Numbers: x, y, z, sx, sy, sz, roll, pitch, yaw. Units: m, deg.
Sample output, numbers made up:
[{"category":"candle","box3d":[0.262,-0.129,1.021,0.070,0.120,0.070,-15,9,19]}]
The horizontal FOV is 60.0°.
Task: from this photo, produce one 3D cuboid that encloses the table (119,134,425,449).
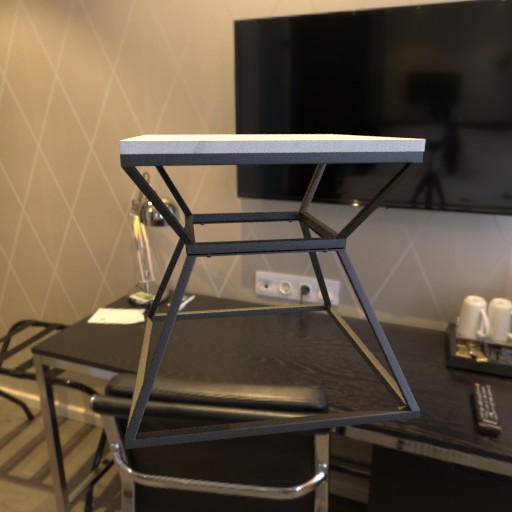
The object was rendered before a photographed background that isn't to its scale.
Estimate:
[{"category":"table","box3d":[0.000,0.000,0.828,0.455,0.431,0.455,-3,16,-9]}]
